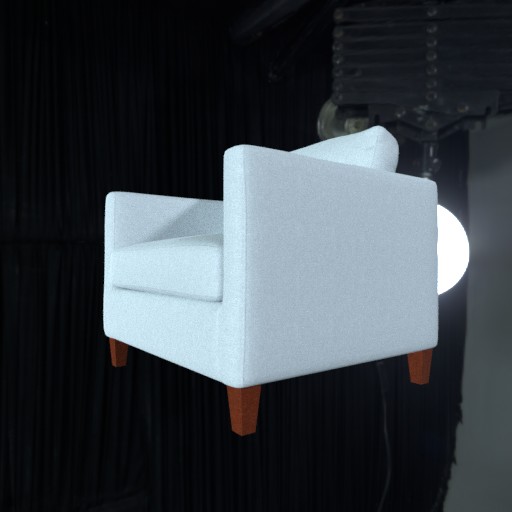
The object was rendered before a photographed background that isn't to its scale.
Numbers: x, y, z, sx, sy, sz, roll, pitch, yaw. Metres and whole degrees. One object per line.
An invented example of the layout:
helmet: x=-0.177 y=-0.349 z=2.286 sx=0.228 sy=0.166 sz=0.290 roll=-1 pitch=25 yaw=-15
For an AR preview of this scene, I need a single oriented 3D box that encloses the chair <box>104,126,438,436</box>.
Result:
chair: x=0.000 y=0.000 z=1.826 sx=0.953 sy=0.961 sz=1.107 roll=1 pitch=-1 yaw=-37
